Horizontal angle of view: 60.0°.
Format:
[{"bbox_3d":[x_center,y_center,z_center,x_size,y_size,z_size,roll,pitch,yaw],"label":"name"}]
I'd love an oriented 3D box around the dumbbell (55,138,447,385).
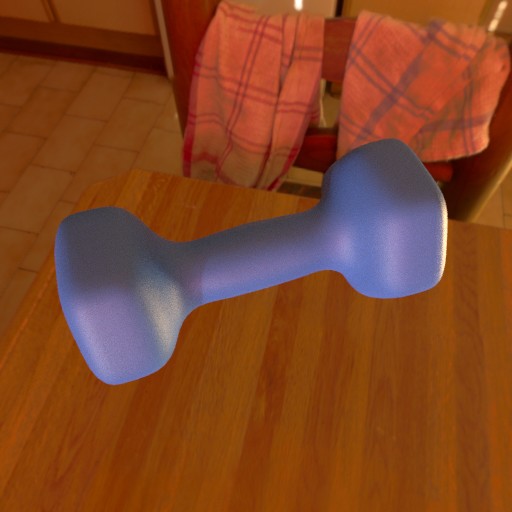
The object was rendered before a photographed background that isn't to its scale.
[{"bbox_3d":[0.000,0.000,0.262,0.212,0.093,0.103,-15,59,-9],"label":"dumbbell"}]
